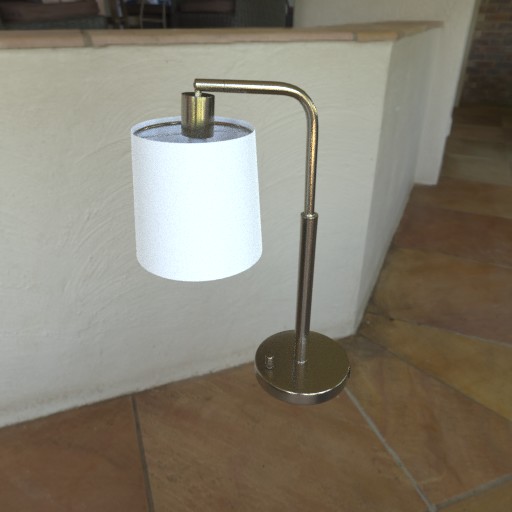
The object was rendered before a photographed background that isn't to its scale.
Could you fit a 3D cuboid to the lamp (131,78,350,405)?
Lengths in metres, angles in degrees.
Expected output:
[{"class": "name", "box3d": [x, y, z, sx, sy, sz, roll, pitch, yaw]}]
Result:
[{"class": "lamp", "box3d": [0.000, 0.000, 0.646, 0.333, 0.489, 0.171, -8, 30, -15]}]
